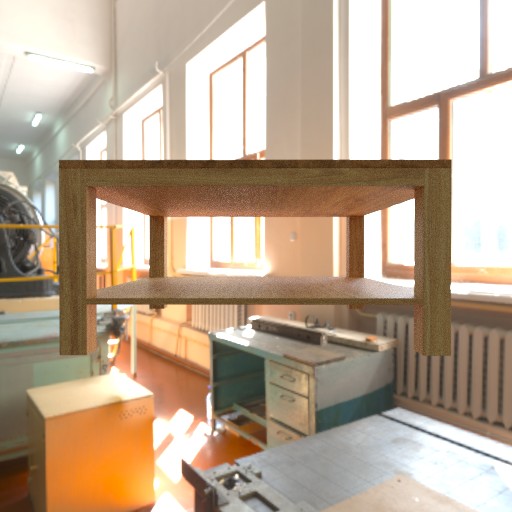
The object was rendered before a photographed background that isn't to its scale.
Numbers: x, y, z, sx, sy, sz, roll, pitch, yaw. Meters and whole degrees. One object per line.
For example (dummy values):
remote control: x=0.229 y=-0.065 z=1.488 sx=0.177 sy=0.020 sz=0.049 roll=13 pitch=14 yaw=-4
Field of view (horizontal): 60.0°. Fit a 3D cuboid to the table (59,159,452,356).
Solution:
table: x=0.000 y=0.000 z=1.466 sx=0.900 sy=0.450 sz=0.900 roll=0 pitch=1 yaw=0
